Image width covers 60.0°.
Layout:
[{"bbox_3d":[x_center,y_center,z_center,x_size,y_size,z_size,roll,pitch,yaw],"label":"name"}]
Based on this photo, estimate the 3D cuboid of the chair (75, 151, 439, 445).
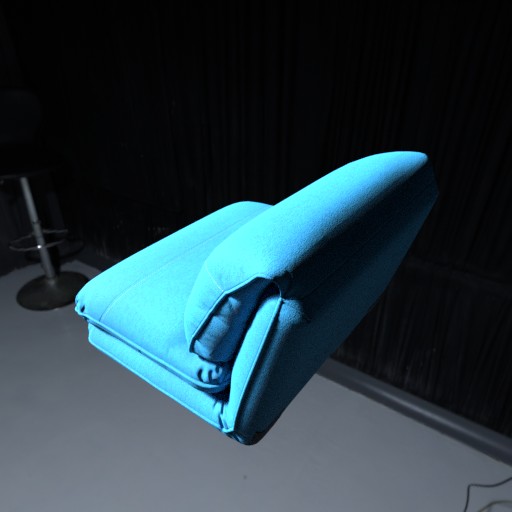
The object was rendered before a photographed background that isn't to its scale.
[{"bbox_3d":[0.000,0.000,1.322,0.780,0.580,0.820,21,37,31],"label":"chair"}]
